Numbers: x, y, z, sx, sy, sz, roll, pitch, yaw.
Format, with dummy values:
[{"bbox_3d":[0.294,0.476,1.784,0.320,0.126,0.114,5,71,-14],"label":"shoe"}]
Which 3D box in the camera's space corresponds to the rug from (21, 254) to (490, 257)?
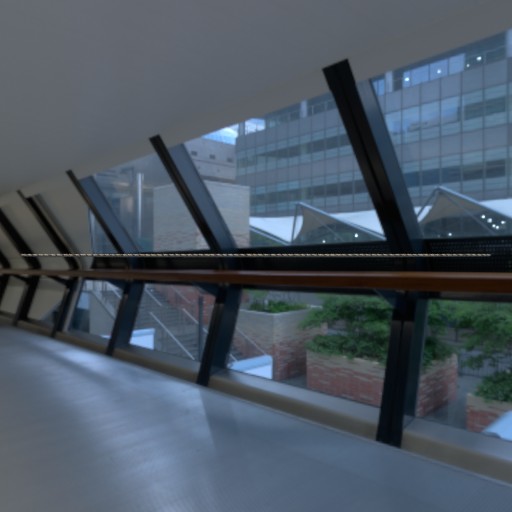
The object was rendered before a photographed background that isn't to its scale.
[{"bbox_3d":[0.000,0.000,4.194,3.207,0.014,2.439,0,0,0],"label":"rug"}]
